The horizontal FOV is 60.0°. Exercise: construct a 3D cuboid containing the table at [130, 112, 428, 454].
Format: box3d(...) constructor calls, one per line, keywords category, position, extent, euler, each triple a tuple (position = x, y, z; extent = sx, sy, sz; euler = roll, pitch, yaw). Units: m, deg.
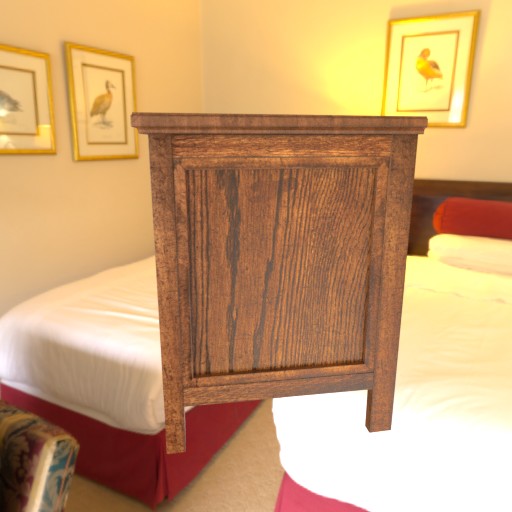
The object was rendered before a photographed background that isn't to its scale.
box3d(category="table", position=(0.000, 0.000, 1.025), extent=(0.461, 0.597, 0.586), euler=(-2, 15, -9))
